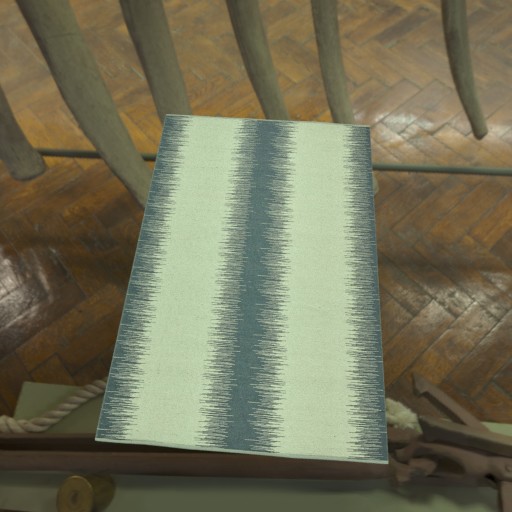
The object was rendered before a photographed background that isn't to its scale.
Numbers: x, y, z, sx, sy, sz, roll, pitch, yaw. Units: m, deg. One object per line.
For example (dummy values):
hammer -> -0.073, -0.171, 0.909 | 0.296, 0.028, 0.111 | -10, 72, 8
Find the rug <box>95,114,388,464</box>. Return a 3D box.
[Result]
rug -> 0.000, 0.000, 2.265 | 1.234, 0.006, 1.854 | 4, 63, 2
